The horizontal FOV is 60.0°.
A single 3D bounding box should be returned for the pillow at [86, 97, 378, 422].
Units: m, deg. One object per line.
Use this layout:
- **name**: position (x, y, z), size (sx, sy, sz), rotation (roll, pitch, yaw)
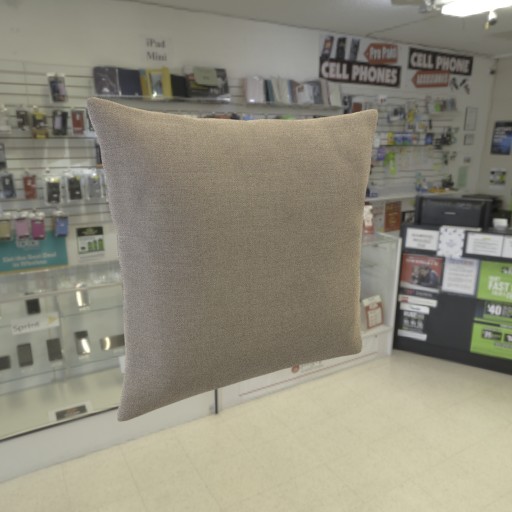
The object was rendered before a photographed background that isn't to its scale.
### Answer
- **pillow**: position (0.000, 0.000, 0.785), size (0.523, 0.510, 0.166), rotation (-8, 17, -27)
